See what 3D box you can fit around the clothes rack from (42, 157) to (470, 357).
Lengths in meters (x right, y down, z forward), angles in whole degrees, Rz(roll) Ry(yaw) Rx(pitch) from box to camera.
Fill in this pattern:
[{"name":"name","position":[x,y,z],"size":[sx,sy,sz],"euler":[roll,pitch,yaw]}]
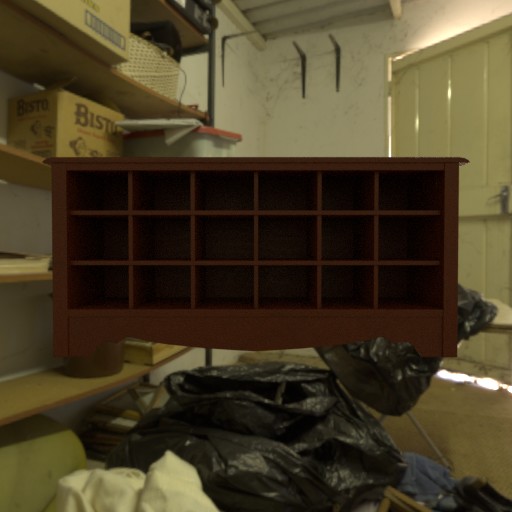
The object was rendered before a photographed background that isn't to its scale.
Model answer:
[{"name":"clothes rack","position":[0.000,0.000,1.485],"size":[1.251,0.594,0.362],"euler":[0,1,0]}]
